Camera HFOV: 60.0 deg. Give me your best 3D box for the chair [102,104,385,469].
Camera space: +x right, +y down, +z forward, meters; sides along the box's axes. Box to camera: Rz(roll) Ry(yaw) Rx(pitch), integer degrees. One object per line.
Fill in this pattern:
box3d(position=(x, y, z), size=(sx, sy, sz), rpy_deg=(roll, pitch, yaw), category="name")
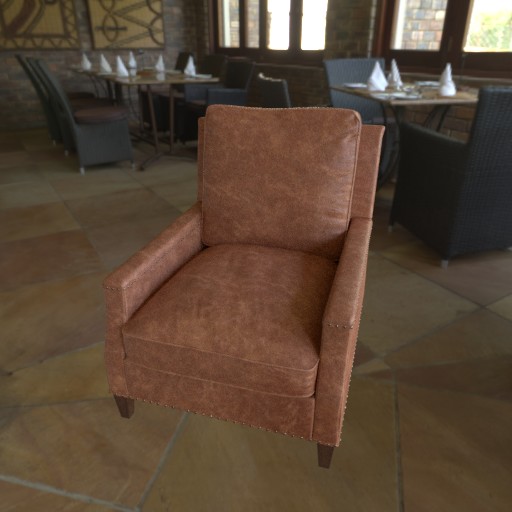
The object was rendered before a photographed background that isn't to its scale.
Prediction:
box3d(position=(0.000, 0.000, 1.772), size=(0.854, 1.054, 1.035), rpy_deg=(7, 27, 15), category="chair")
